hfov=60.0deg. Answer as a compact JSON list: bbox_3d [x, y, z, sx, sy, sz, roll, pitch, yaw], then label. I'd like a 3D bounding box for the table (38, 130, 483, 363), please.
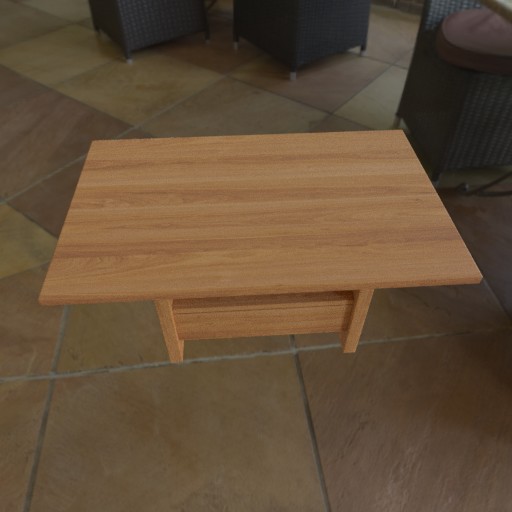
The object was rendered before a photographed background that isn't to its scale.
[{"bbox_3d":[0.000,0.000,1.516,1.100,0.510,0.700,-3,47,-3],"label":"table"}]
